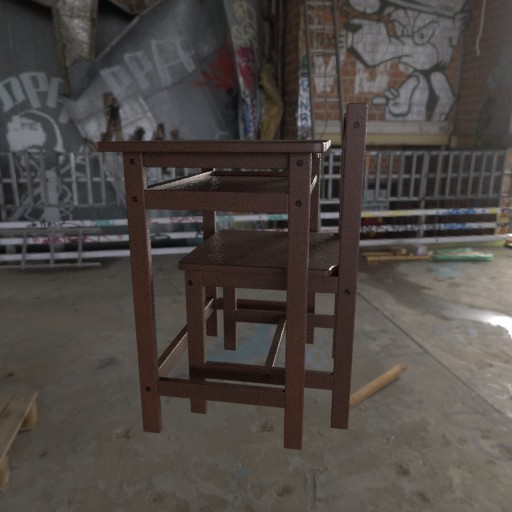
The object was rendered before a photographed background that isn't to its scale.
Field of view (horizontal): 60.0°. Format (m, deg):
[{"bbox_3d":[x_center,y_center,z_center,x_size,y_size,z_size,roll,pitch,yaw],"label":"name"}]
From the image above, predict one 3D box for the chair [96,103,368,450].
[{"bbox_3d":[0.000,0.000,1.071,0.463,0.673,0.599,3,15,10],"label":"chair"}]
